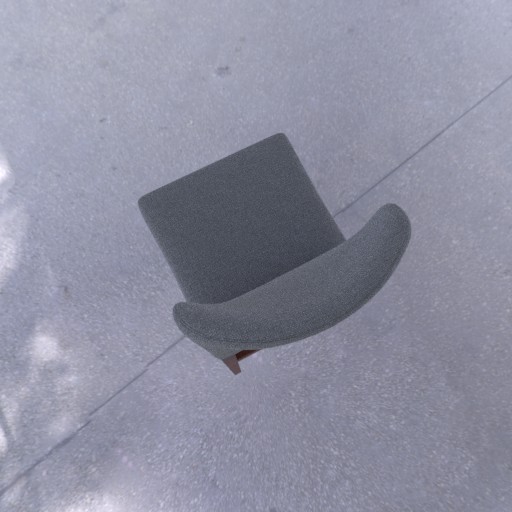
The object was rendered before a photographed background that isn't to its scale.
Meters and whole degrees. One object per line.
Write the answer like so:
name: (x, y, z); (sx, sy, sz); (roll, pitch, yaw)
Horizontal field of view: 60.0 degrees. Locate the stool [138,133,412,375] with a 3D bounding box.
stool: (0.000, 0.000, 1.272); (0.479, 0.968, 0.568); (-27, 76, -7)
